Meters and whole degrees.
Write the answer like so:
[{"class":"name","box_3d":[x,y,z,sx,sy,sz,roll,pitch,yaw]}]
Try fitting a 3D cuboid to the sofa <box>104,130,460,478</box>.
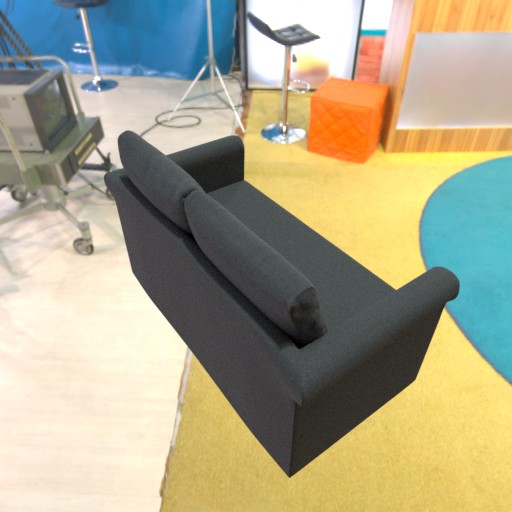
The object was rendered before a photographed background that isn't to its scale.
[{"class":"sofa","box_3d":[0.000,0.000,1.939,0.741,0.872,1.460,-25,46,-27]}]
